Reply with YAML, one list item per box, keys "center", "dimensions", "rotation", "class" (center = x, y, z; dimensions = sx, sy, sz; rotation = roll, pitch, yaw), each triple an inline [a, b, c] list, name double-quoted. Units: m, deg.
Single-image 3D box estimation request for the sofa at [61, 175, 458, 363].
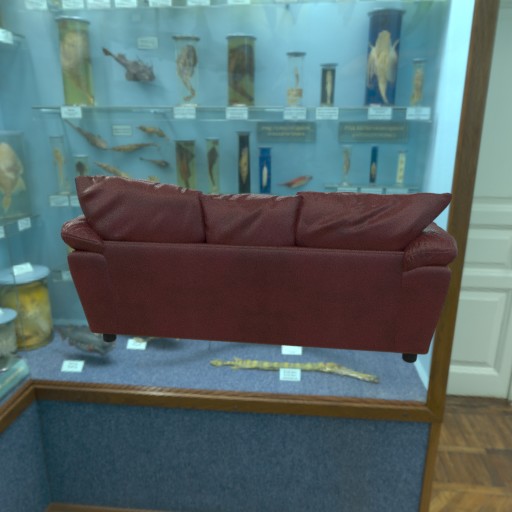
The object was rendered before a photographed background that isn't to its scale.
- center: [0.000, 0.000, 2.940]
  dimensions: [2.390, 1.091, 0.907]
  rotation: [2, 17, 8]
  class: "sofa"
